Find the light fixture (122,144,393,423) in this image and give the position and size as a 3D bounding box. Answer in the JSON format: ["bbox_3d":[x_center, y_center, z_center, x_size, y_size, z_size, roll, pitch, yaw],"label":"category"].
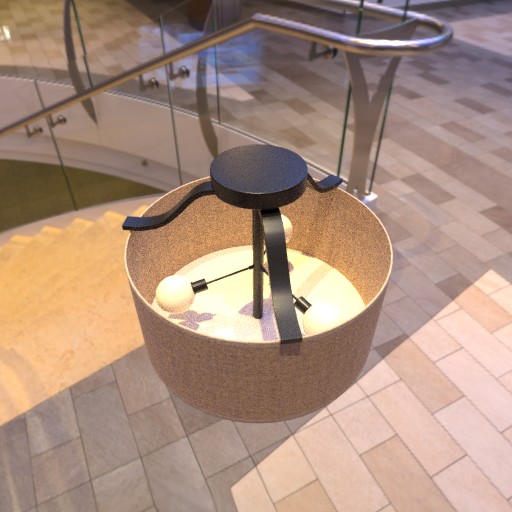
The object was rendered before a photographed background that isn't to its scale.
[{"bbox_3d":[0.000,0.000,0.670,0.390,0.306,0.390,0,41,0],"label":"light fixture"}]
